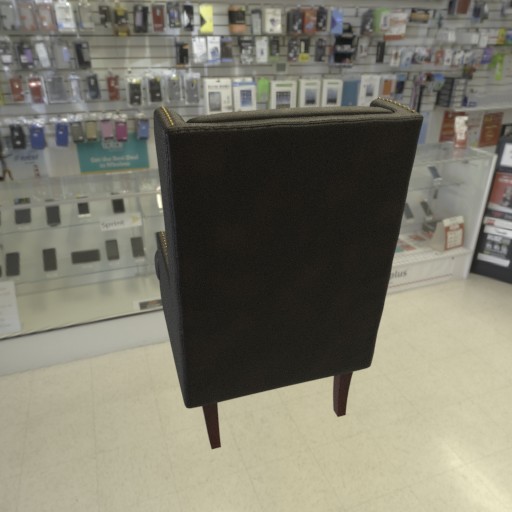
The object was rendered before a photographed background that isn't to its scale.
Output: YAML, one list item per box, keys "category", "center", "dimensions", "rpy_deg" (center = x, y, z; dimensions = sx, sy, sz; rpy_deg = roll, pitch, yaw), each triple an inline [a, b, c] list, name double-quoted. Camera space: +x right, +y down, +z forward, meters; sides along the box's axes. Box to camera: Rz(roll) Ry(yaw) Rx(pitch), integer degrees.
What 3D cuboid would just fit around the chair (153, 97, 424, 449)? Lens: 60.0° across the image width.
- category: "chair"
  center: [0.000, 0.000, 1.647]
  dimensions: [0.703, 1.142, 0.799]
  rpy_deg: [-8, 27, -16]
